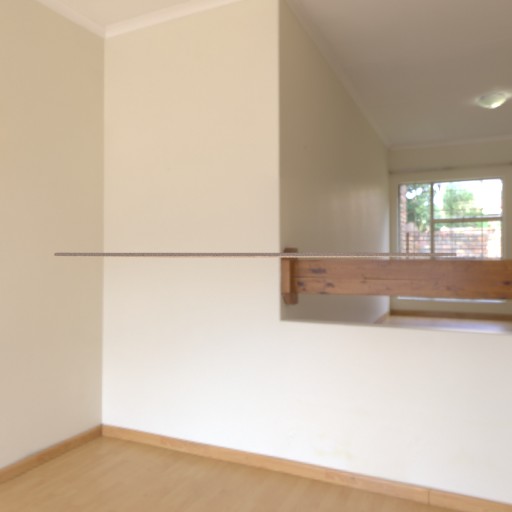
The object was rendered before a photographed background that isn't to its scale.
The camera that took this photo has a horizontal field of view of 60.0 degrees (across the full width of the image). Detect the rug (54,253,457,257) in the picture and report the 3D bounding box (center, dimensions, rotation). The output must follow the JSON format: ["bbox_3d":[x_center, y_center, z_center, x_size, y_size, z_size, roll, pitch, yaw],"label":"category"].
[{"bbox_3d":[0.000,0.000,2.880,1.600,0.013,2.260,0,0,0],"label":"rug"}]
